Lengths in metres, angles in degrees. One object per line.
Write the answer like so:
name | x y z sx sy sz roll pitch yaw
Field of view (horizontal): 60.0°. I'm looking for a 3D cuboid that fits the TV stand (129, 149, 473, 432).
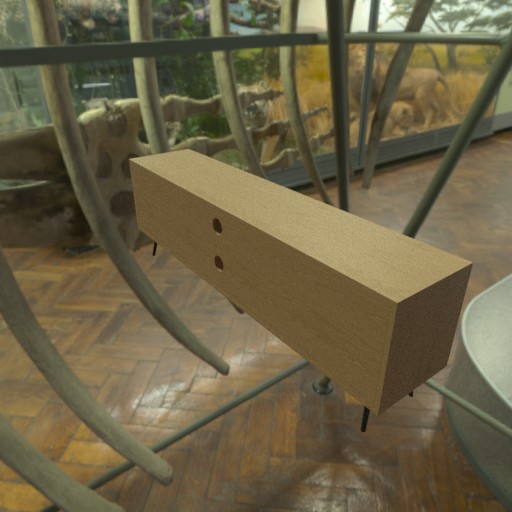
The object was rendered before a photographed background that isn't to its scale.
TV stand | 0.000 0.000 2.024 0.400 0.580 1.760 -19 33 -32
